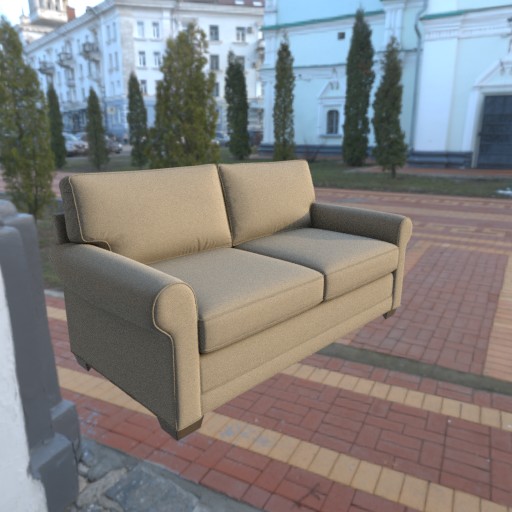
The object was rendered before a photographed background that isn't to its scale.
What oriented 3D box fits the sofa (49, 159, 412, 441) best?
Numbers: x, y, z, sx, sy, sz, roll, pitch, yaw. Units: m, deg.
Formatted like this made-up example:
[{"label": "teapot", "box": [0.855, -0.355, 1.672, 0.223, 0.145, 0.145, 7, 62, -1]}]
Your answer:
[{"label": "sofa", "box": [0.000, 0.000, 2.397, 0.940, 0.952, 1.930, 14, 21, 42]}]
